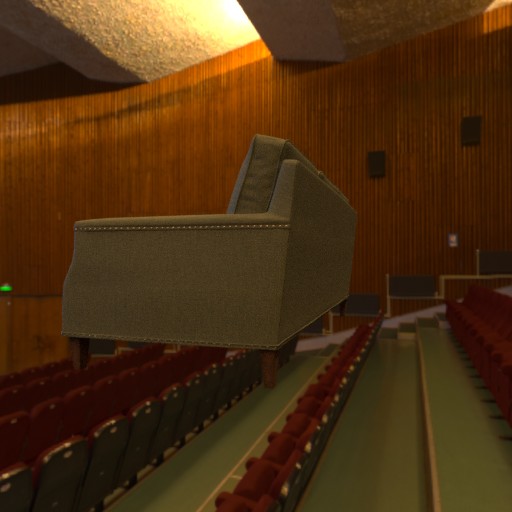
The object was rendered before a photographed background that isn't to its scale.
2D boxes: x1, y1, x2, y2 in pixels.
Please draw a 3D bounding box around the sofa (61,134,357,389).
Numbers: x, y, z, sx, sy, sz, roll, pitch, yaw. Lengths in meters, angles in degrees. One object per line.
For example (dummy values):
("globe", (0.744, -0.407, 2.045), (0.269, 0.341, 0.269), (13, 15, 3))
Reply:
("sofa", (0.000, 0.000, 2.826), (1.084, 1.003, 2.246), (0, 0, 19))
